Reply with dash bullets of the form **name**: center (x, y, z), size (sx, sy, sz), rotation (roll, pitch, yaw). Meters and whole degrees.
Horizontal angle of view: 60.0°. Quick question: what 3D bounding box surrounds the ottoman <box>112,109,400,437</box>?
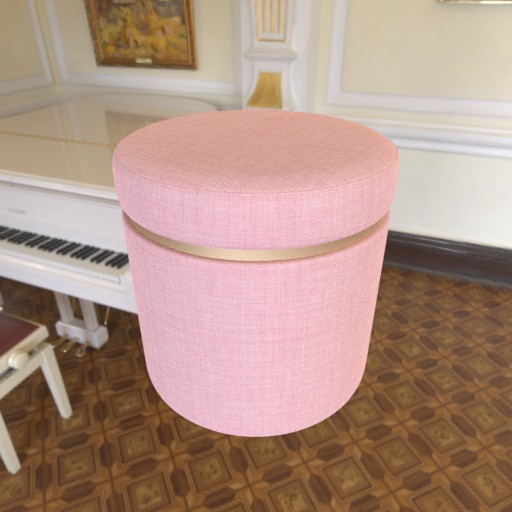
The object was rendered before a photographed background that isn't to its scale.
- **ottoman**: center (0.000, 0.000, 0.725), size (0.400, 0.406, 0.400), rotation (0, 30, 0)
